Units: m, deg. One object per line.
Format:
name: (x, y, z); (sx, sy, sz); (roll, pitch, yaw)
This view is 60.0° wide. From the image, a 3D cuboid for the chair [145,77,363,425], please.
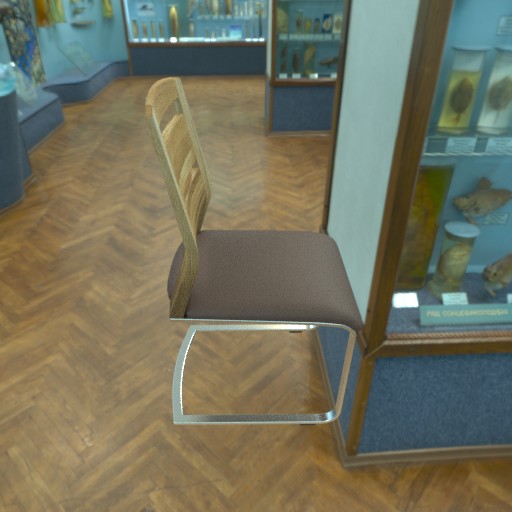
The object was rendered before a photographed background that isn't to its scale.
chair: (0.000, 0.000, 1.315); (0.570, 0.970, 0.460); (0, 32, -1)
